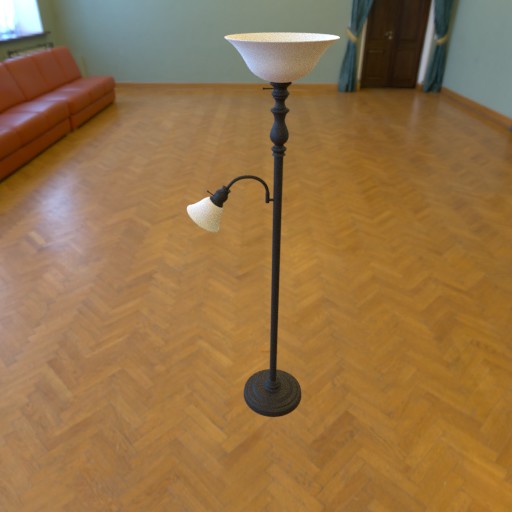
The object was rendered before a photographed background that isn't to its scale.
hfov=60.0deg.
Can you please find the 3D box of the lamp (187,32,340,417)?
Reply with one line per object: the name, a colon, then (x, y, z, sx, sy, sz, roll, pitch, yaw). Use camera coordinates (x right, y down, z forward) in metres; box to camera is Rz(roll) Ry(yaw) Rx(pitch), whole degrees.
lamp: (0.000, 0.000, 2.016, 0.588, 1.793, 0.405, 0, 30, -1)
